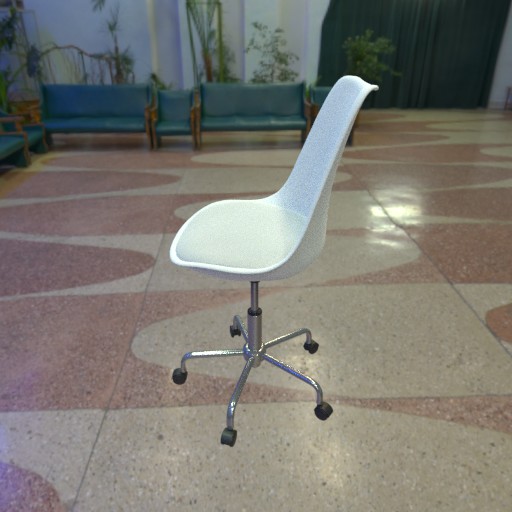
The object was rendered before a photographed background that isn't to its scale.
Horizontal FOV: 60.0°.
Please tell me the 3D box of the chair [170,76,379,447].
[{"bbox_3d":[0.000,0.000,1.256,0.550,0.930,0.550,0,27,0],"label":"chair"}]
